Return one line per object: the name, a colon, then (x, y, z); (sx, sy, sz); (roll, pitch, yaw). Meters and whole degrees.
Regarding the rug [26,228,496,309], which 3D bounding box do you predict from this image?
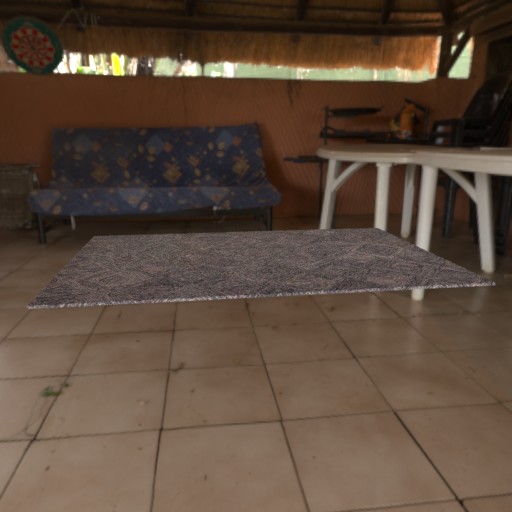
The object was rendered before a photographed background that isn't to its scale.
rug: (0.000, 0.000, 2.857); (2.298, 0.017, 1.501); (-2, 15, -8)
